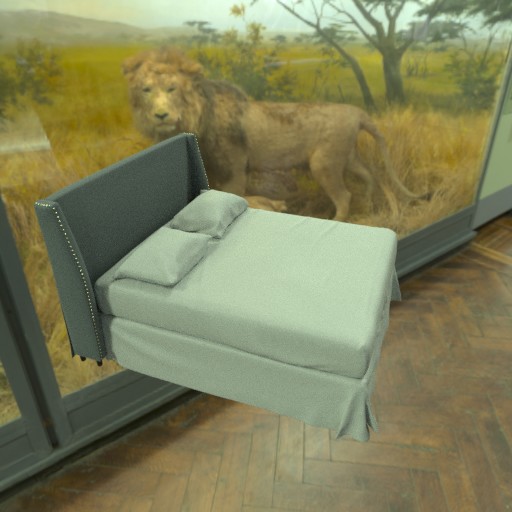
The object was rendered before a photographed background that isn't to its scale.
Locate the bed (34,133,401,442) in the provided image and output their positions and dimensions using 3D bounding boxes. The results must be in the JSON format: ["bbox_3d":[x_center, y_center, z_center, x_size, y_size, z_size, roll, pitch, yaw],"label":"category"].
[{"bbox_3d":[0.000,0.000,3.485,2.276,1.332,1.925,11,31,18],"label":"bed"}]
